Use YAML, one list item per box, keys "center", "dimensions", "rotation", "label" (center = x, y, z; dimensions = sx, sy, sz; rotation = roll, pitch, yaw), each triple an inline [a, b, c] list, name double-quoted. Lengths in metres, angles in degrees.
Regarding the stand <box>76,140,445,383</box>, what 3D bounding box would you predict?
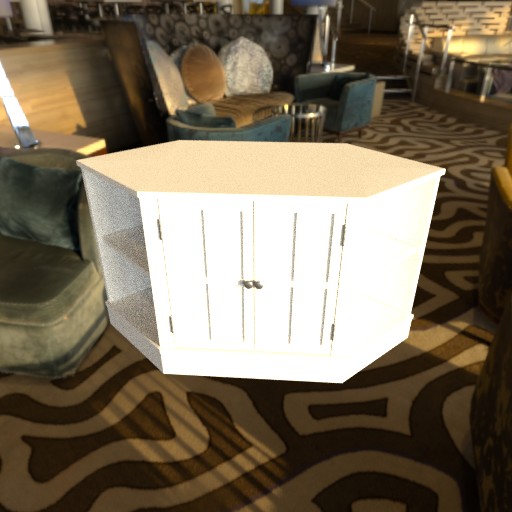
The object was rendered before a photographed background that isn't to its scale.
- center: [0.000, 0.000, 1.436]
  dimensions: [1.072, 0.614, 0.477]
  rotation: [2, 30, 4]
  label: "stand"
